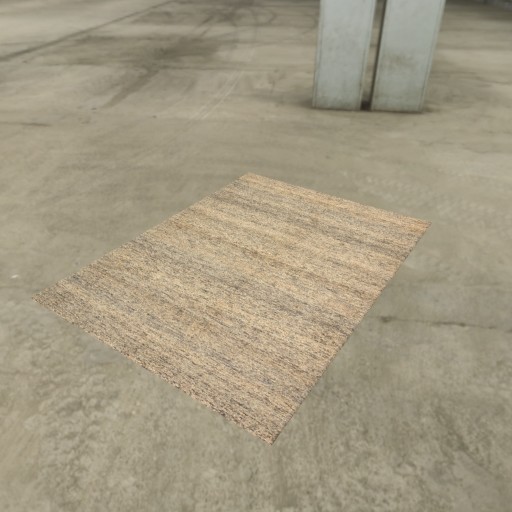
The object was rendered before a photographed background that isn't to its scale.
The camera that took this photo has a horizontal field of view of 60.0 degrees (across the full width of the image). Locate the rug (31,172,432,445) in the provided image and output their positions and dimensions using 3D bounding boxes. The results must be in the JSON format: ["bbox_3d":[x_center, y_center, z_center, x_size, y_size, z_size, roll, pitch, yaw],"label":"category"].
[{"bbox_3d":[0.000,0.000,4.264,2.414,0.036,3.199,21,39,28],"label":"rug"}]
